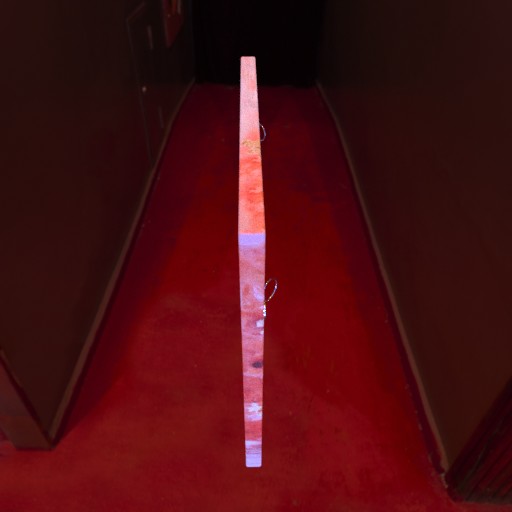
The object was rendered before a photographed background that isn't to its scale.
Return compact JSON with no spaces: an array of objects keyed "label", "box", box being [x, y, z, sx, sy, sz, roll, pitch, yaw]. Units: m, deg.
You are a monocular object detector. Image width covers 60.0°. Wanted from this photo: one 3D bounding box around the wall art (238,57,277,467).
[{"label":"wall art","box":[0.000,0.000,1.137,0.064,0.746,0.747,-1,42,-1]}]
